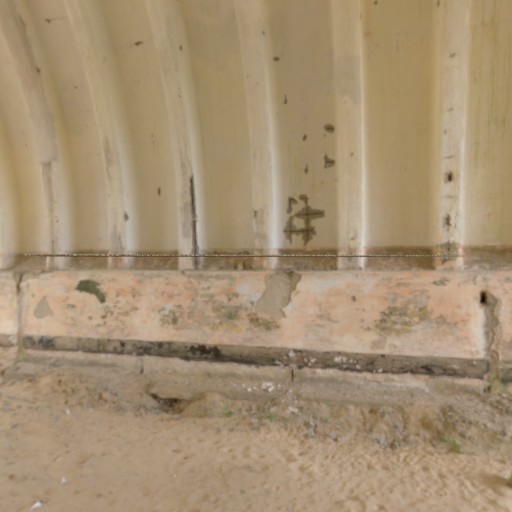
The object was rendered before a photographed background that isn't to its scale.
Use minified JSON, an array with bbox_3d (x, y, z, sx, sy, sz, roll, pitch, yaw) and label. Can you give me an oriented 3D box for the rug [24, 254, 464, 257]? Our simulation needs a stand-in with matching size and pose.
[{"bbox_3d":[0.000,0.000,2.736,2.438,0.006,0.783,0,0,-17],"label":"rug"}]
